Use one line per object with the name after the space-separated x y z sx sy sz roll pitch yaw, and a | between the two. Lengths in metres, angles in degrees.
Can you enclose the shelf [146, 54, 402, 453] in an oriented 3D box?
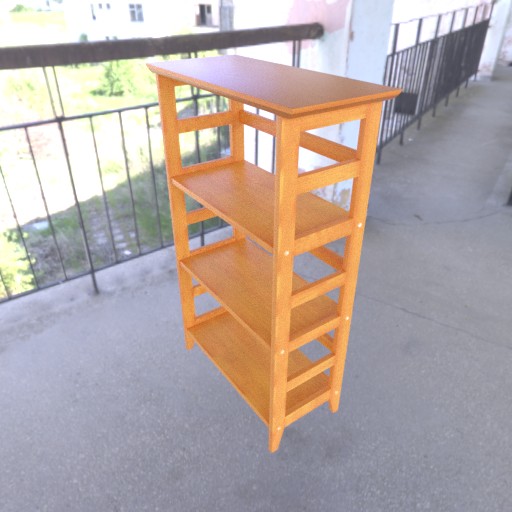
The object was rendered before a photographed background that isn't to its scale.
0.000 0.000 1.387 0.305 1.067 0.660 -20 37 -29 | shelf
